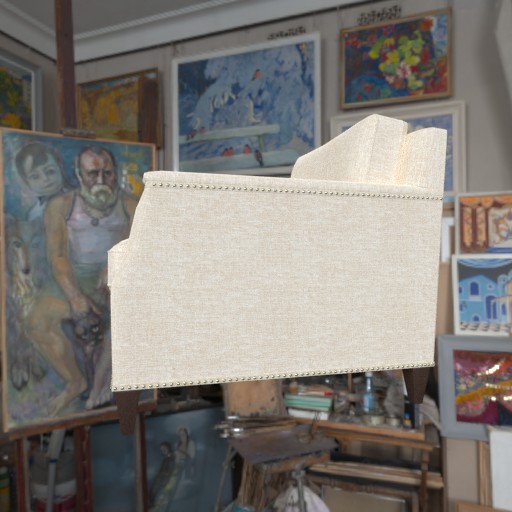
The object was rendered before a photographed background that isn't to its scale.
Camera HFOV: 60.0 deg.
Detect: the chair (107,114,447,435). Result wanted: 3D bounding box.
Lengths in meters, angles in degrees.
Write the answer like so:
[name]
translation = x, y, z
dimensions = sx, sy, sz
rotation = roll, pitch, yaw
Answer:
[chair]
translation = 0.000, 0.000, 1.665
dimensions = 1.041, 0.940, 0.838
rotation = 0, -1, -17
